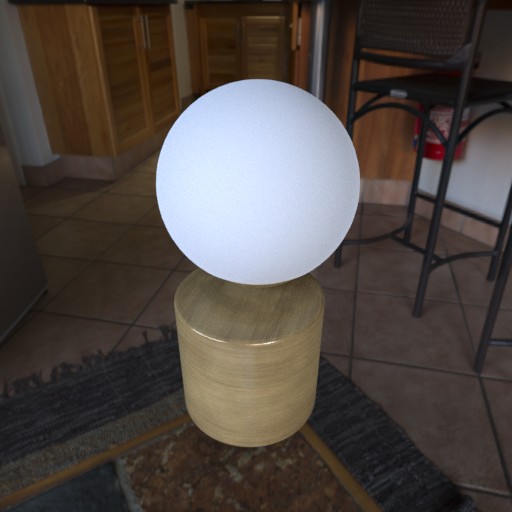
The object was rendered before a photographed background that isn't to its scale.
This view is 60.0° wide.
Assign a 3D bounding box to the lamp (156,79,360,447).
[{"bbox_3d":[0.000,0.000,0.338,0.141,0.250,0.152,8,31,13],"label":"lamp"}]
